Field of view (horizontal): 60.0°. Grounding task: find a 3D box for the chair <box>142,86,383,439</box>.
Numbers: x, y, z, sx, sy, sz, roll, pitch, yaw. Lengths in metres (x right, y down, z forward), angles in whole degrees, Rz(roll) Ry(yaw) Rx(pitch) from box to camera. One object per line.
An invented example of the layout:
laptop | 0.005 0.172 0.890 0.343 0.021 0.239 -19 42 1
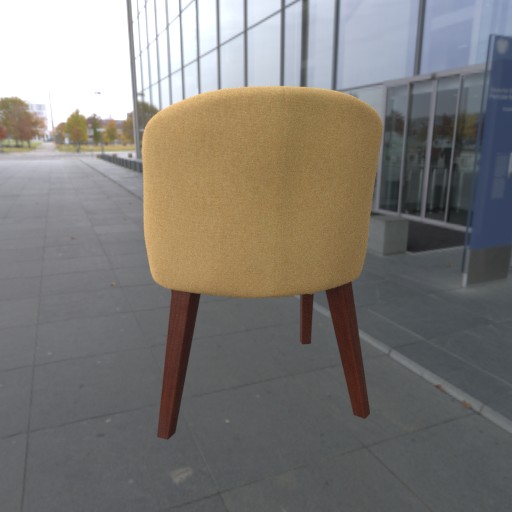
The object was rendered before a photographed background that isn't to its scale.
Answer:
chair | 0.000 0.000 1.220 0.583 0.811 0.655 -2 14 -9
